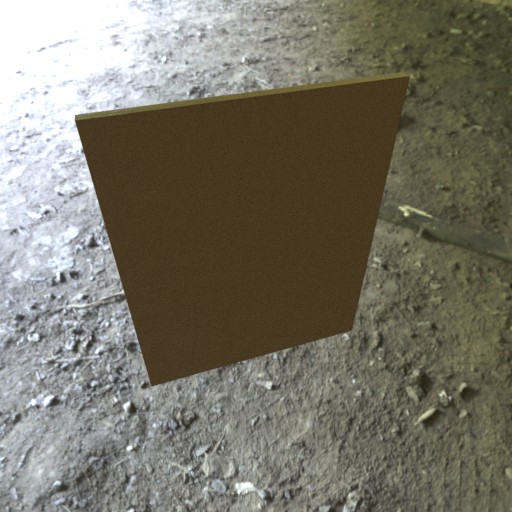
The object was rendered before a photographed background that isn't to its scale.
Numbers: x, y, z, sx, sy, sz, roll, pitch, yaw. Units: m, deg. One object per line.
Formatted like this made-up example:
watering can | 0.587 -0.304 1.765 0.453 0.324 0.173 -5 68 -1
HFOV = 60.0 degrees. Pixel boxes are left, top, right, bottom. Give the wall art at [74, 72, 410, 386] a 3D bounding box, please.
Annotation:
wall art | 0.000 0.000 1.353 0.798 1.002 0.030 -13 43 -14
